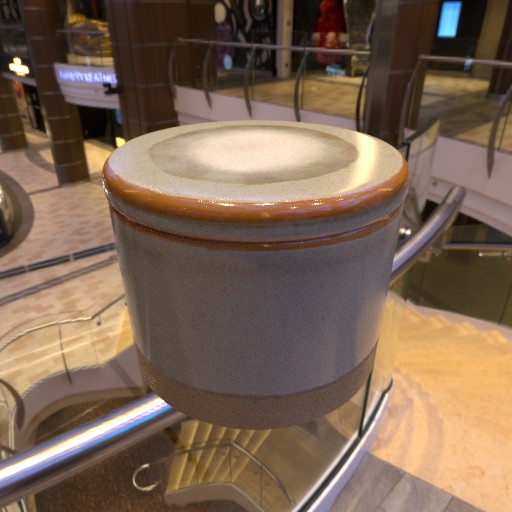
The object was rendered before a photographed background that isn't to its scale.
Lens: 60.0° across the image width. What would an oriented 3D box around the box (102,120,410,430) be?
[{"bbox_3d":[0.000,0.000,0.206,0.123,0.100,0.123,0,29,0],"label":"box"}]
